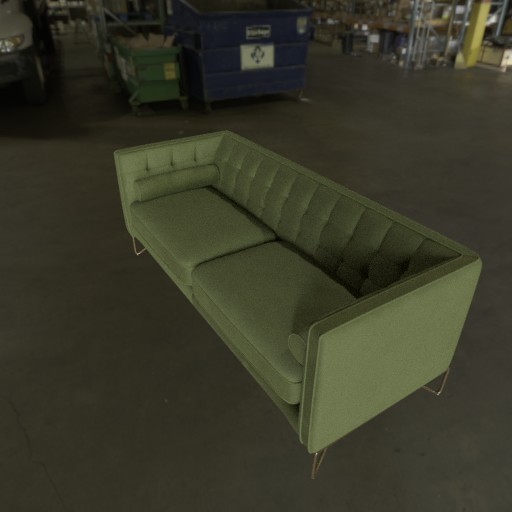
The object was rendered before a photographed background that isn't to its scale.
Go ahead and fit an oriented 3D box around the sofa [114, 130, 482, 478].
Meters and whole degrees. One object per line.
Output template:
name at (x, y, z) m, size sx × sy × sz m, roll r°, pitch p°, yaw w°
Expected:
sofa at (0.000, 0.000, 2.469) m, size 0.867 × 0.789 × 2.087 m, roll -19°, pitch 36°, yaw -27°
